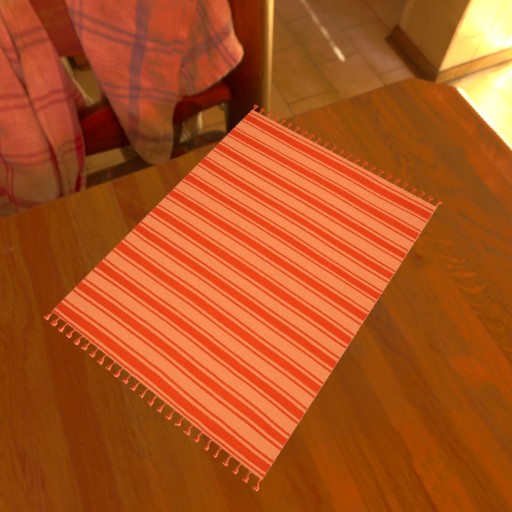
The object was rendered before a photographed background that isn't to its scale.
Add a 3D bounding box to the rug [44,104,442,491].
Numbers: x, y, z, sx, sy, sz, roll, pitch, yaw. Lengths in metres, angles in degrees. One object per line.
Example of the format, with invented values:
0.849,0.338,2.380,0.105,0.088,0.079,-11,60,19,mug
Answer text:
0.000,0.000,4.421,2.451,0.035,3.369,33,67,16,rug
